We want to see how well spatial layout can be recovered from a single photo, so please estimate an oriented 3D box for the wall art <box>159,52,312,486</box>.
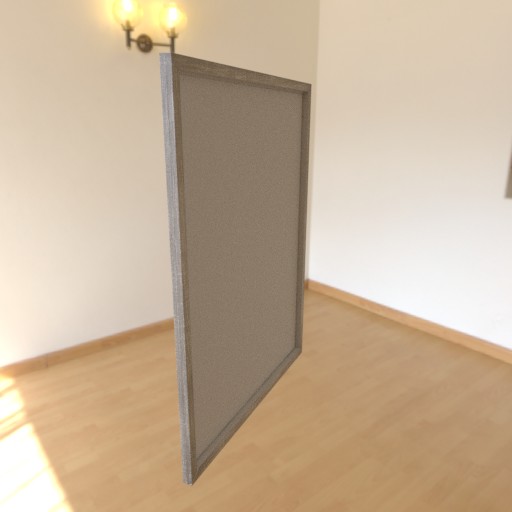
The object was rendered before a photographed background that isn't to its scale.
[{"bbox_3d":[0.000,0.000,1.331,0.035,1.022,0.781,8,18,25],"label":"wall art"}]
